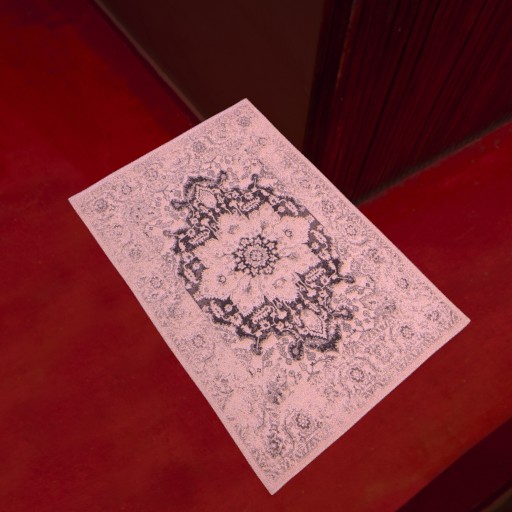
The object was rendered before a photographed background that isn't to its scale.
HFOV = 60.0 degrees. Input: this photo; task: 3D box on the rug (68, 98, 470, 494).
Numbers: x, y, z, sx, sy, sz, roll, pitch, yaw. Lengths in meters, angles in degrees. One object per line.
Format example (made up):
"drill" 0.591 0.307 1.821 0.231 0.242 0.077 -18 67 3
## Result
"rug" 0.000 0.000 2.285 1.223 0.008 1.813 -35 69 -15
